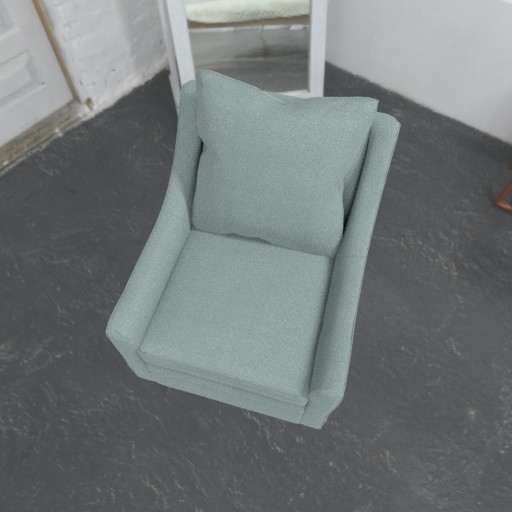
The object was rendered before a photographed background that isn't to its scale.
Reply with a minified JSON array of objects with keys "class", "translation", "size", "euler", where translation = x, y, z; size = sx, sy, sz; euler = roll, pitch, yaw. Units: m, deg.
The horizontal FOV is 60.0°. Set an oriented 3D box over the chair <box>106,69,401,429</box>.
[{"class":"chair","translation":[0.000,0.000,1.584],"size":[0.760,0.926,0.870],"euler":[13,60,8]}]
